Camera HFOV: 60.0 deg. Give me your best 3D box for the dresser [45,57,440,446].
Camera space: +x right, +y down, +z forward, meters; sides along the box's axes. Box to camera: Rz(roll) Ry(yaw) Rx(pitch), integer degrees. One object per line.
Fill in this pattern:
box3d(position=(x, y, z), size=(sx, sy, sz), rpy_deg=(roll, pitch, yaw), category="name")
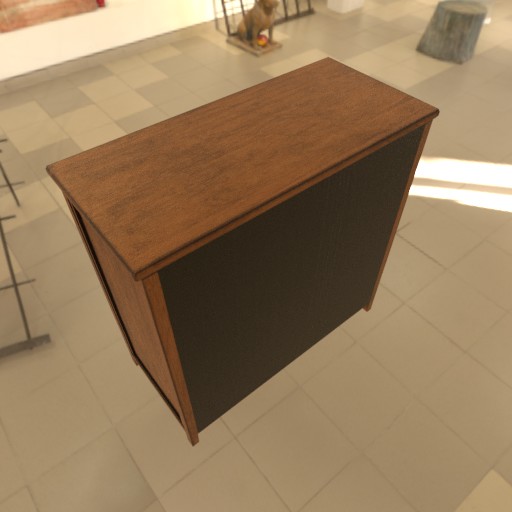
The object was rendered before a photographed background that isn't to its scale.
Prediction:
box3d(position=(0.000, 0.000, 1.951), size=(1.250, 1.224, 0.591), rpy_deg=(-31, 55, -25), category="dresser")
